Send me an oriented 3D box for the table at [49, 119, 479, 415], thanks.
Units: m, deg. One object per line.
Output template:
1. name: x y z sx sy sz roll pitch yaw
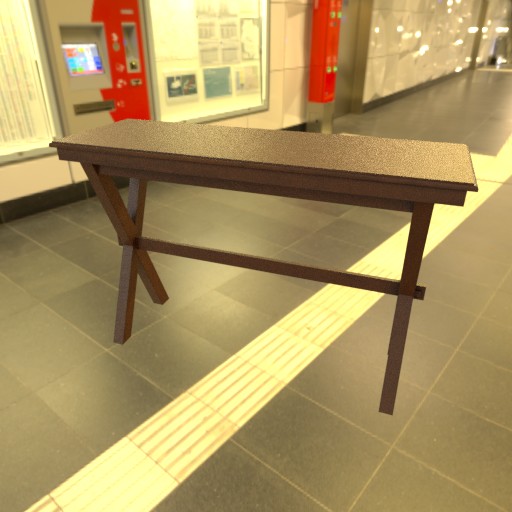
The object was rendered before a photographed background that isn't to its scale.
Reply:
1. table: 0.000 0.000 1.502 1.197 0.763 0.399 10 29 18
